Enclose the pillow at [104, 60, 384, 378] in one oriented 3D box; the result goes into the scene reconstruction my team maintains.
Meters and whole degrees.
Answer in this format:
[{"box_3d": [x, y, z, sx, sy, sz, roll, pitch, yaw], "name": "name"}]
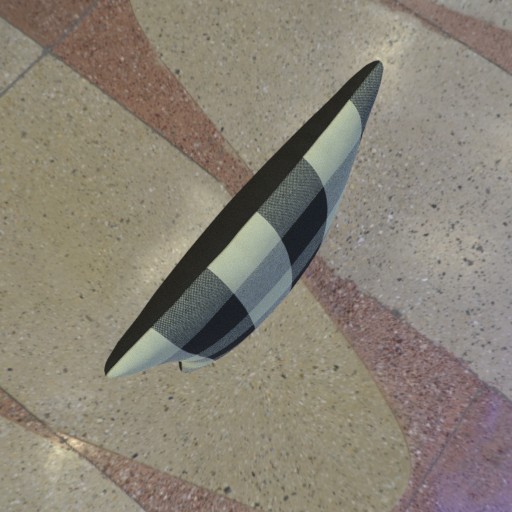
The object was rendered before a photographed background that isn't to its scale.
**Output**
[{"box_3d": [0.000, 0.000, 0.769, 0.161, 0.509, 0.511, 39, 79, 9], "name": "pillow"}]
